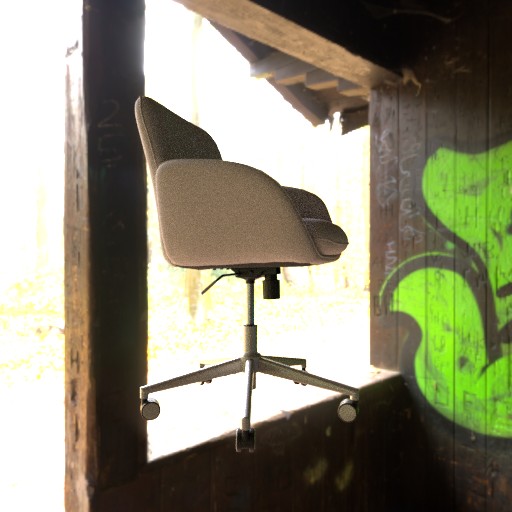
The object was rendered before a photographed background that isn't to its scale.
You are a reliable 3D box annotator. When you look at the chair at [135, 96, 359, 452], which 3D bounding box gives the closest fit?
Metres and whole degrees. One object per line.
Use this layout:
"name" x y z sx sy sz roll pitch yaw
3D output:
"chair" 0.000 0.000 1.389 0.633 0.959 0.648 0 0 19
